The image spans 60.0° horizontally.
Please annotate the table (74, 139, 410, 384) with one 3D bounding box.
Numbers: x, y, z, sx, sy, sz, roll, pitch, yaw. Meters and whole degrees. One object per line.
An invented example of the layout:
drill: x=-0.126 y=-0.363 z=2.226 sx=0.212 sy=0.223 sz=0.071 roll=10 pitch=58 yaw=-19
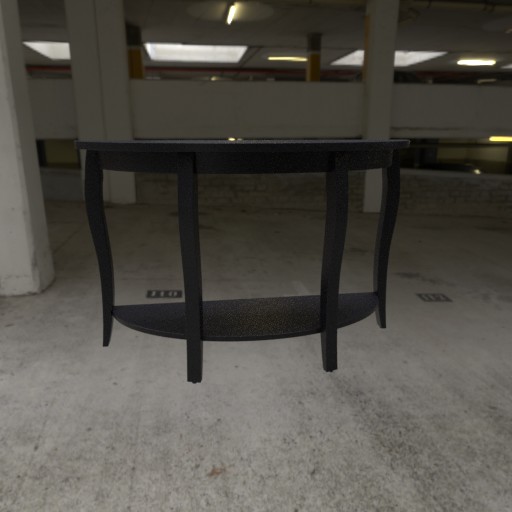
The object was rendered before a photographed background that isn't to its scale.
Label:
table: x=0.000 y=0.000 z=1.557 sx=1.219 sy=0.780 sz=0.394 roll=-2 pitch=16 yaw=-8
